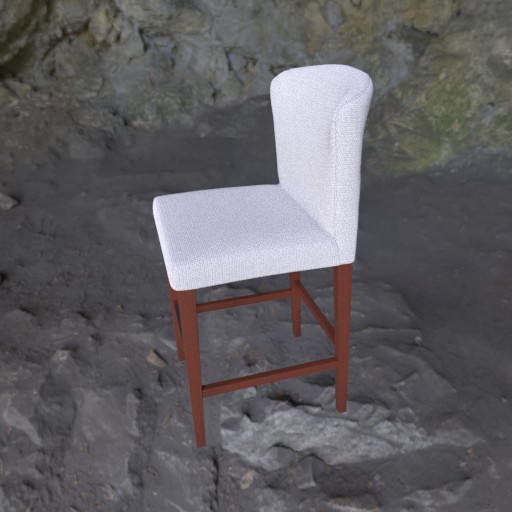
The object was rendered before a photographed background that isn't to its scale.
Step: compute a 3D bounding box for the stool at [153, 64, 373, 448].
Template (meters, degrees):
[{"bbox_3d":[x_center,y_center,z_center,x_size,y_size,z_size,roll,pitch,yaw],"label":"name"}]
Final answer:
[{"bbox_3d":[0.000,0.000,1.373,0.568,1.069,0.481,-8,31,-14],"label":"stool"}]
